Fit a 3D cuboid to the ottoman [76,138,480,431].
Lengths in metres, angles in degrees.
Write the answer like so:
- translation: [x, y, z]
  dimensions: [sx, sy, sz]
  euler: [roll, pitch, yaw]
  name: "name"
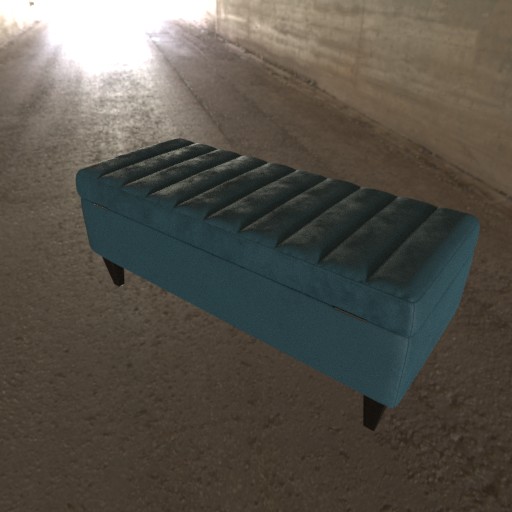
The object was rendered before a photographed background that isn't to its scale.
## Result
- translation: [0.000, 0.000, 1.405]
  dimensions: [1.151, 0.469, 0.482]
  euler: [22, 38, 31]
  name: "ottoman"
